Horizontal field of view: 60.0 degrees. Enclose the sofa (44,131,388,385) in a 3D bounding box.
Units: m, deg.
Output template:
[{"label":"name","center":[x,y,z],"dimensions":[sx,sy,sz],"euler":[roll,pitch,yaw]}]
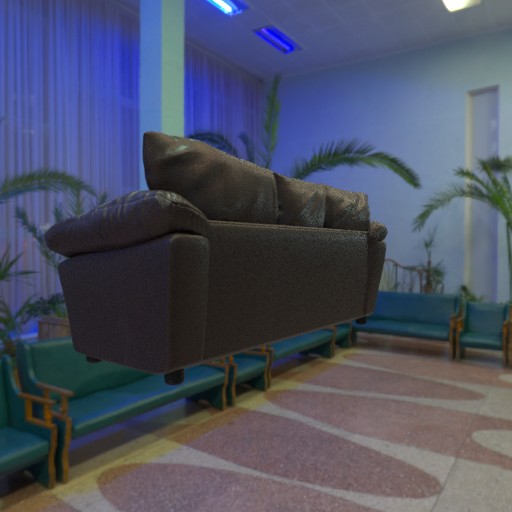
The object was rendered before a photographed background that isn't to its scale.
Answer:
[{"label":"sofa","center":[0.000,0.000,2.843],"dimensions":[0.907,1.091,2.390],"euler":[1,1,38]}]
